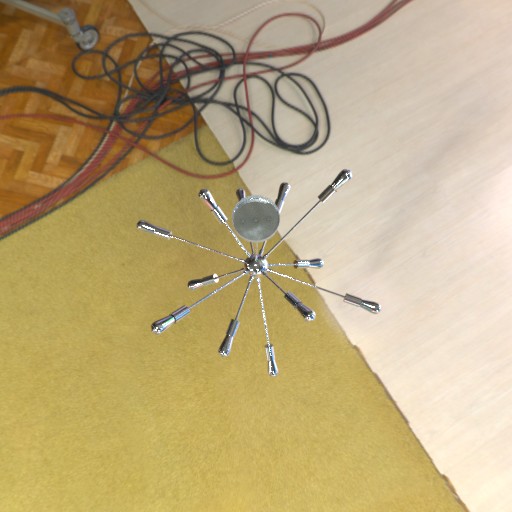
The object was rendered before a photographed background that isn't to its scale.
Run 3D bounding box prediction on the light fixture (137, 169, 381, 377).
[{"bbox_3d":[0.000,0.000,1.066,0.684,0.558,0.509,19,76,5],"label":"light fixture"}]
